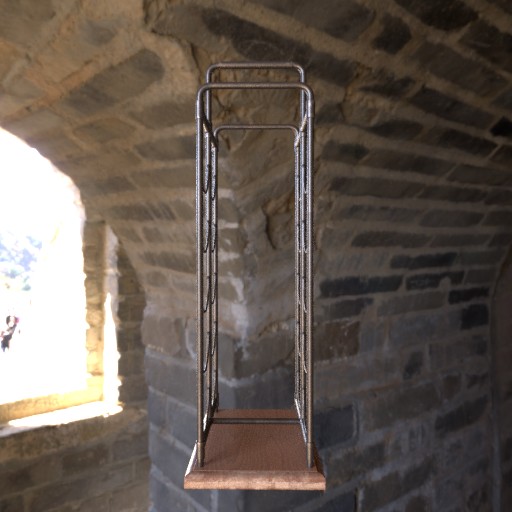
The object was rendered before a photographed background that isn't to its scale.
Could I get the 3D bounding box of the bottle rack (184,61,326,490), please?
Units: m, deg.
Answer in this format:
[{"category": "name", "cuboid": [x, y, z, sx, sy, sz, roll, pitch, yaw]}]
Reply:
[{"category": "bottle rack", "cuboid": [0.000, 0.000, 0.781, 0.208, 0.680, 0.276, 0, 1, 1]}]
